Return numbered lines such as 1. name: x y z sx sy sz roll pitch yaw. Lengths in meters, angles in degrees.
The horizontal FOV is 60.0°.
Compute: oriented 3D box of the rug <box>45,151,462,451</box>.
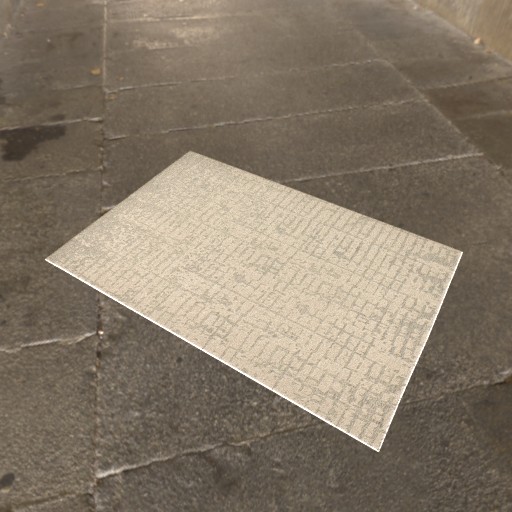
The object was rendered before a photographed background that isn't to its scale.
1. rug: 0.000 0.000 2.317 1.827 0.007 1.211 24 50 22
